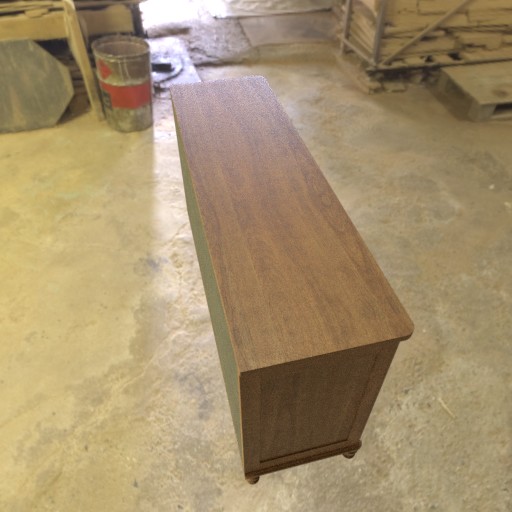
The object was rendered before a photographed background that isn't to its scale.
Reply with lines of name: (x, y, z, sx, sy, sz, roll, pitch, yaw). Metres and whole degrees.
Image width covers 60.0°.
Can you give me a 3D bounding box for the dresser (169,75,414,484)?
dresser: (0.000, 0.000, 1.945, 0.468, 0.892, 1.583, -10, 46, -10)
